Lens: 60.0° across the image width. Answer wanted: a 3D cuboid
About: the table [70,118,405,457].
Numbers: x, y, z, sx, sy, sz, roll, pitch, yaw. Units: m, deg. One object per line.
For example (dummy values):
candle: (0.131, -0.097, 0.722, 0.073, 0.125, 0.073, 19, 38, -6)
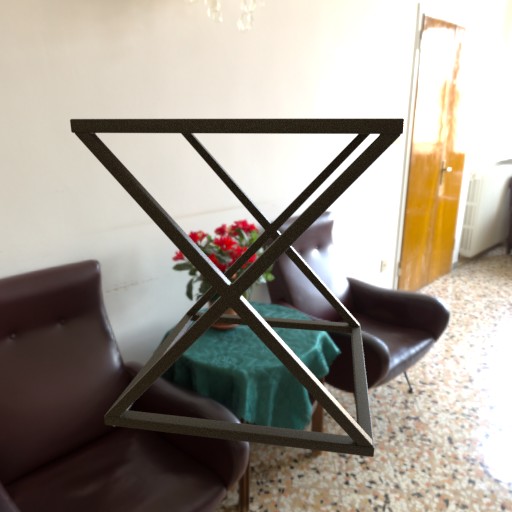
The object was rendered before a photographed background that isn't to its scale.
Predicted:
table: (0.000, 0.000, 0.962, 0.500, 0.565, 0.500, 3, 17, 10)
